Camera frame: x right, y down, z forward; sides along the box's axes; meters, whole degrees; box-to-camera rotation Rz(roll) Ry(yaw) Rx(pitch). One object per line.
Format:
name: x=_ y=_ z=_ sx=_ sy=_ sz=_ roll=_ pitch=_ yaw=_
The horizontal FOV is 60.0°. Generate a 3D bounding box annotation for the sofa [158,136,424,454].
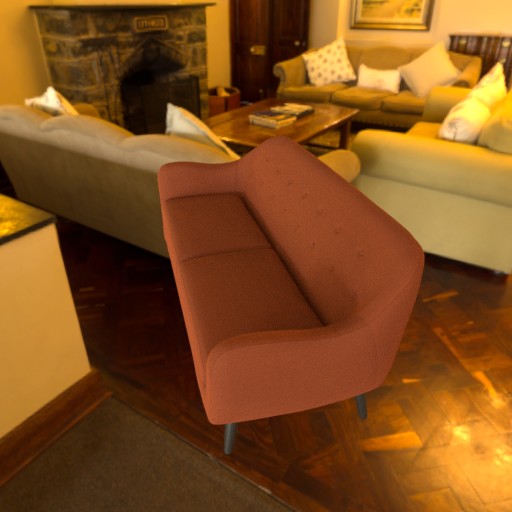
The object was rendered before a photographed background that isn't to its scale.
sofa: x=0.000 y=0.000 z=2.254 sx=0.820 sy=0.836 sz=1.840 roll=-8 pitch=31 yaw=-14
